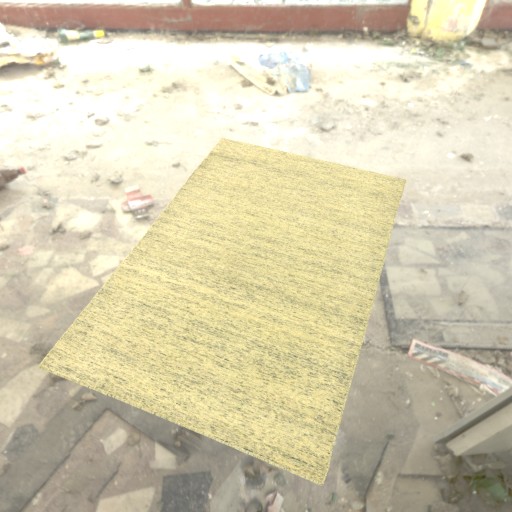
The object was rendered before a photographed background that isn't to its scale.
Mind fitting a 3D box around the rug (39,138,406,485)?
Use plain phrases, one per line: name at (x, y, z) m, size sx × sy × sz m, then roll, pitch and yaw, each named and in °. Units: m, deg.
rug at (0.000, 0.000, 2.791) m, size 1.523 × 0.017 × 2.263 m, roll 16°, pitch 50°, yaw 14°
